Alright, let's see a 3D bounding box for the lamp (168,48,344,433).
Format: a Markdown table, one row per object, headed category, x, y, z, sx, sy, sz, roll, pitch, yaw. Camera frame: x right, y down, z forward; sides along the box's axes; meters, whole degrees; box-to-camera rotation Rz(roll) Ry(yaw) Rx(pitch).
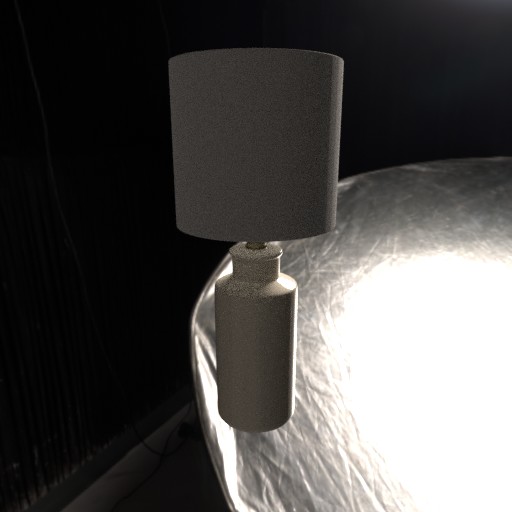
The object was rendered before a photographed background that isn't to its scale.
| category | x | y | z | sx | sy | sz | roll | pitch | yaw |
| --- | --- | --- | --- | --- | --- | --- | --- | --- | --- |
| lamp | 0.000 | 0.000 | 0.612 | 0.212 | 0.493 | 0.212 | 9 | 18 | 28 |
